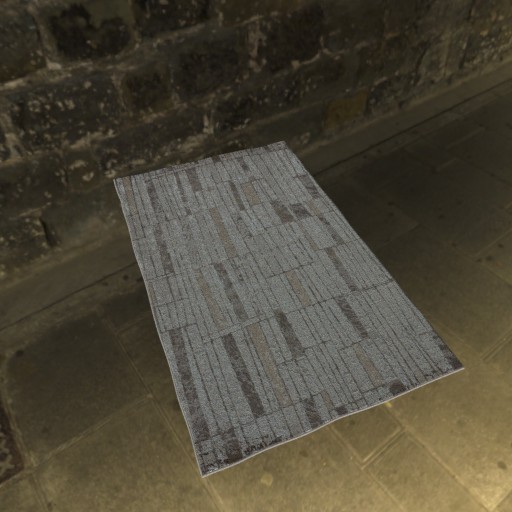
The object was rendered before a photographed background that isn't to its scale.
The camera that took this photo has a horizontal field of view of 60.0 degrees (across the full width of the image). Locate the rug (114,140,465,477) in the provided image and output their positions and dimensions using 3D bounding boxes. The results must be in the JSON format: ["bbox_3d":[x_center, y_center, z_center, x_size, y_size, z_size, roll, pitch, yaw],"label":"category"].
[{"bbox_3d":[0.000,0.000,3.036,1.531,0.023,2.444,-16,49,-15],"label":"rug"}]
